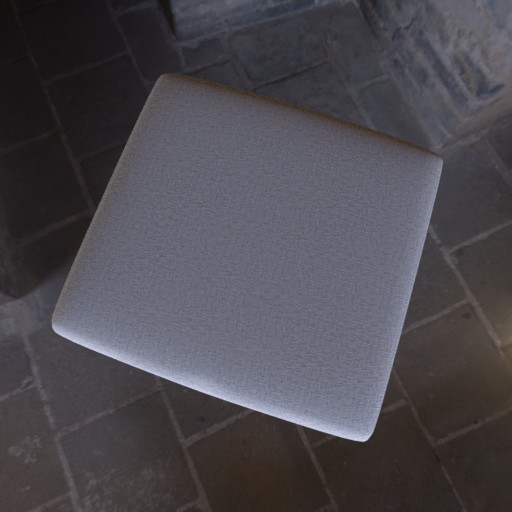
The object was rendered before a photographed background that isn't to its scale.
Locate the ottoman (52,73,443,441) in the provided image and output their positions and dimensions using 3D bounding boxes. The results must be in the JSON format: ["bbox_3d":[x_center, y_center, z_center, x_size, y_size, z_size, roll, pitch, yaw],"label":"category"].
[{"bbox_3d":[0.000,0.000,1.058,0.655,0.399,0.648,18,77,4],"label":"ottoman"}]
